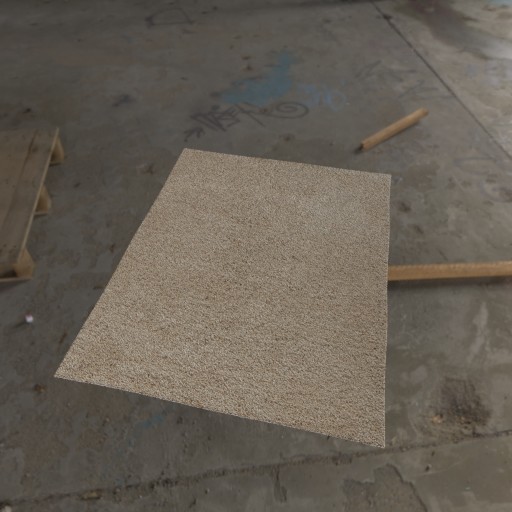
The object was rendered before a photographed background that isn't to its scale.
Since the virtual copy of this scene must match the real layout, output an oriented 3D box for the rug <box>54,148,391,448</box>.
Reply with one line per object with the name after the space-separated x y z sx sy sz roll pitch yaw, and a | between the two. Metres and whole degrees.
0.000 0.000 4.093 2.400 0.025 3.000 9 48 8 | rug
